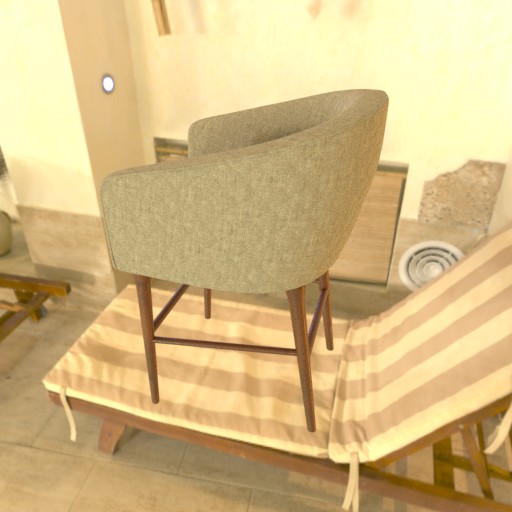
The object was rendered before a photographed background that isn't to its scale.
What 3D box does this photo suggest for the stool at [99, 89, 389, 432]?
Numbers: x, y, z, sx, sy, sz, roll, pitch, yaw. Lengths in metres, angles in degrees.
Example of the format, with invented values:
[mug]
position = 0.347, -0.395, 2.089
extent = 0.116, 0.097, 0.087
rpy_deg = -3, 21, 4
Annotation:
[stool]
position = 0.000, 0.000, 1.331
extent = 0.635, 0.952, 0.559
rpy_deg = 9, 32, 14
